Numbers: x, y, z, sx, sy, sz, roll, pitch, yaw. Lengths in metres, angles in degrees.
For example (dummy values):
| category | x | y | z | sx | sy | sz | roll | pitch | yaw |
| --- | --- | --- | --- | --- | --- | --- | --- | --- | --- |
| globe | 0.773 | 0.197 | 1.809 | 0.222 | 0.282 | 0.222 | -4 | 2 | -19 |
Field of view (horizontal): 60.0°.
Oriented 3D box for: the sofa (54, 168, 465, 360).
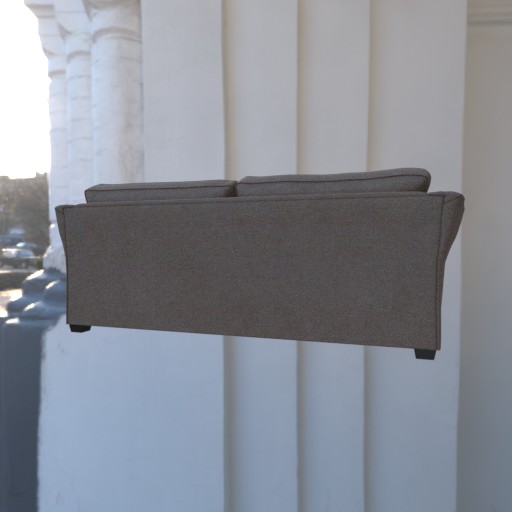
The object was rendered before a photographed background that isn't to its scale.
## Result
| category | x | y | z | sx | sy | sz | roll | pitch | yaw |
| --- | --- | --- | --- | --- | --- | --- | --- | --- | --- |
| sofa | 0.000 | 0.000 | 2.756 | 2.270 | 0.906 | 0.986 | 1 | 2 | 19 |
